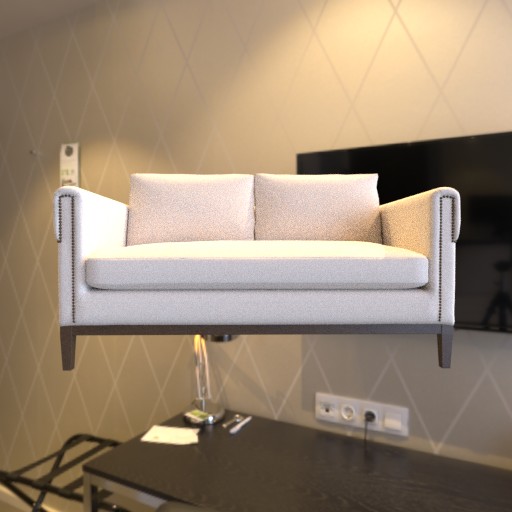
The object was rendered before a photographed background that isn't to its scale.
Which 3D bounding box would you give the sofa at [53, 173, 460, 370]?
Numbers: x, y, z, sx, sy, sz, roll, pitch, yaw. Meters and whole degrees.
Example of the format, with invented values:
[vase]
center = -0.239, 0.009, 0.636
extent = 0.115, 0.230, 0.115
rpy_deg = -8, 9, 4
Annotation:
[sofa]
center = 0.000, 0.000, 2.130
extent = 1.598, 0.873, 0.905
rpy_deg = 0, 1, -1
